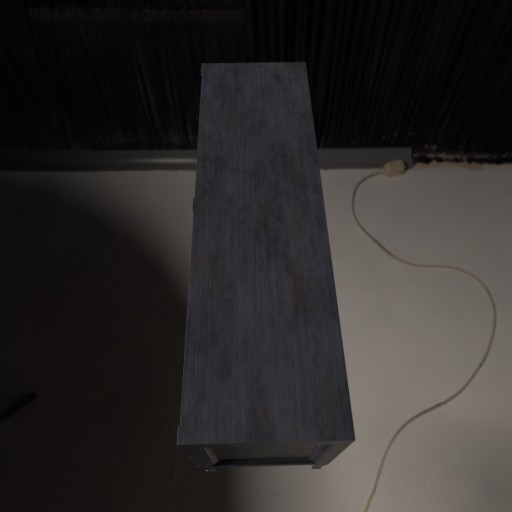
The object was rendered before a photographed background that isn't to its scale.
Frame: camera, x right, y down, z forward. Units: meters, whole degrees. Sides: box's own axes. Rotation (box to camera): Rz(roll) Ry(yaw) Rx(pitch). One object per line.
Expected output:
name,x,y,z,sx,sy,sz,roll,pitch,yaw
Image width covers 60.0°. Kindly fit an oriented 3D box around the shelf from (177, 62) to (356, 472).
shelf,0.000,0.000,1.864,0.479,0.719,1.575,-1,58,-1
